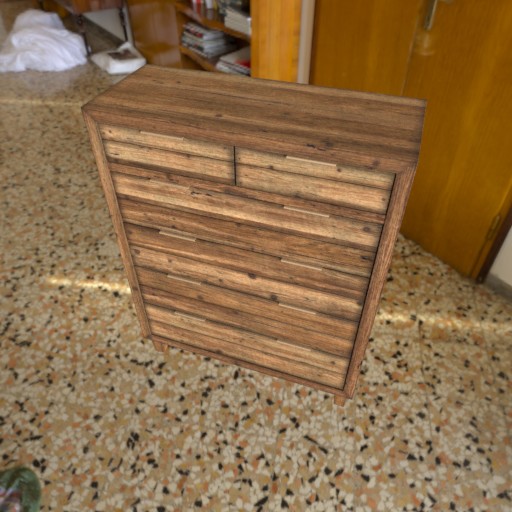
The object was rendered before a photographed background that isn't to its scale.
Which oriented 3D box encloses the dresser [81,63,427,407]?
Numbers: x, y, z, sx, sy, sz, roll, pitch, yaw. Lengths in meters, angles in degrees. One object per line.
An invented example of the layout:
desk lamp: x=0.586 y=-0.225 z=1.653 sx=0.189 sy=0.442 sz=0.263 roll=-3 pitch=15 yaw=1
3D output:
dresser: x=0.000 y=0.000 z=1.921 sx=1.067 sy=1.359 sz=0.438 roll=13 pitch=44 yaw=14
